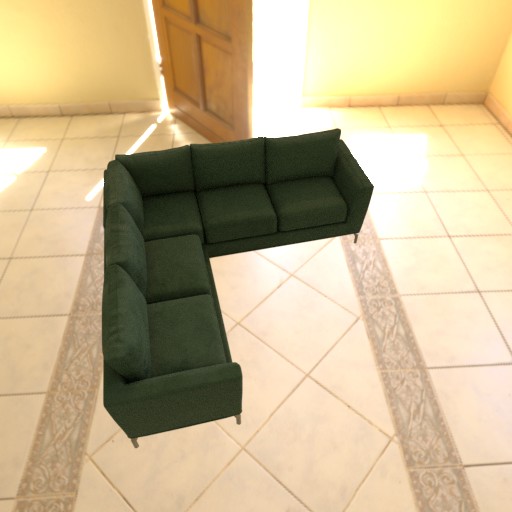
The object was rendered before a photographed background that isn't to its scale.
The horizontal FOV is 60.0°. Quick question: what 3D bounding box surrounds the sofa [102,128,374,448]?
[{"bbox_3d":[0.000,0.000,3.812,2.452,1.004,2.468,-10,47,-9],"label":"sofa"}]
